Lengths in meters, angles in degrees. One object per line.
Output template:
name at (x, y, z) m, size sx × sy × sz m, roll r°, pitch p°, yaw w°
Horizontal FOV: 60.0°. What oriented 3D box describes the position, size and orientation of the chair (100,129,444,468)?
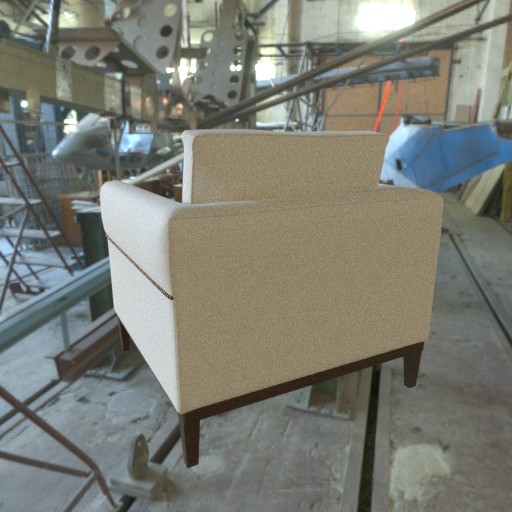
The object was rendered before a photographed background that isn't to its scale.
chair at (0.000, 0.000, 1.684) m, size 0.982 × 0.915 × 0.896 m, roll -8°, pitch 17°, yaw -27°
